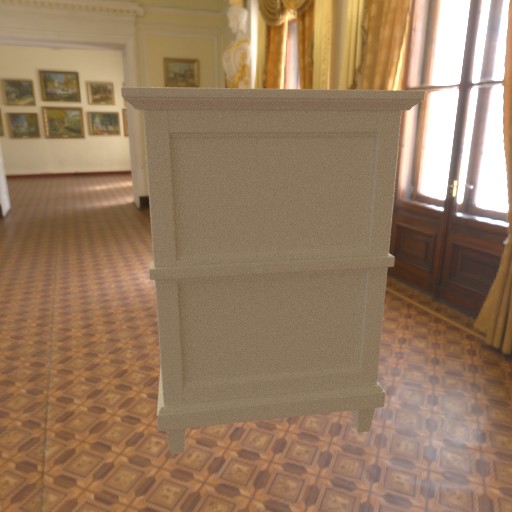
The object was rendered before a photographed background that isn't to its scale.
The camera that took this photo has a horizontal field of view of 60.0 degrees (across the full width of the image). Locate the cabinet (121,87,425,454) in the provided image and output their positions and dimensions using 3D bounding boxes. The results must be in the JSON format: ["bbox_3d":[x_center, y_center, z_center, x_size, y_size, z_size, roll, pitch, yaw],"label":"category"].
[{"bbox_3d":[0.000,0.000,1.147,0.547,0.775,0.544,-3,17,-9],"label":"cabinet"}]
